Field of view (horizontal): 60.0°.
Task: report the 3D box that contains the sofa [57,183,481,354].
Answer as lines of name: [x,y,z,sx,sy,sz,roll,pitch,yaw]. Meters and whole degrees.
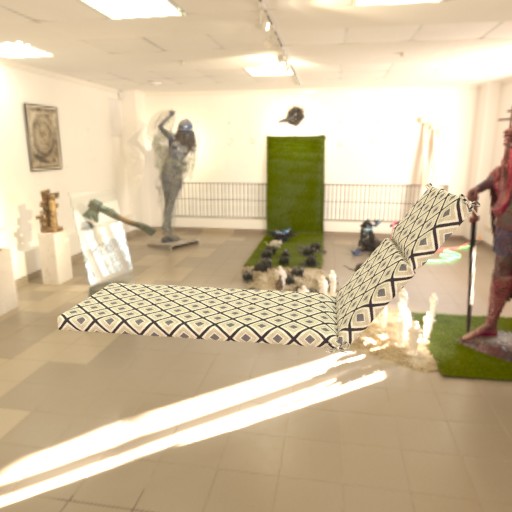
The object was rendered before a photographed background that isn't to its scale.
sofa: [0.000,0.000,1.960,1.663,0.622,0.582,2,14,9]
